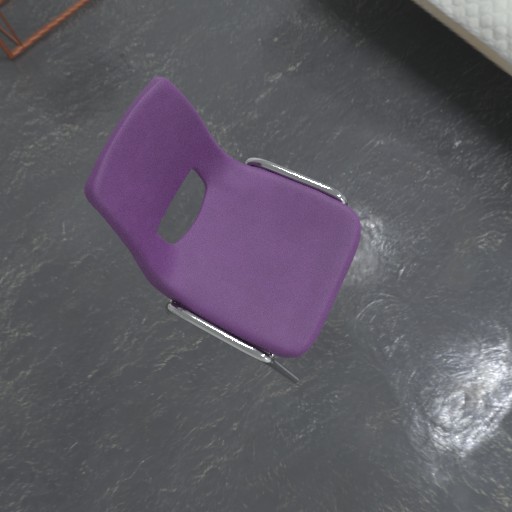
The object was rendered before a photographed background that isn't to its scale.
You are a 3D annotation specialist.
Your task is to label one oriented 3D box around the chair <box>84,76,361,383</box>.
[{"bbox_3d":[0.000,0.000,0.929,0.432,0.704,0.381,25,76,7],"label":"chair"}]
